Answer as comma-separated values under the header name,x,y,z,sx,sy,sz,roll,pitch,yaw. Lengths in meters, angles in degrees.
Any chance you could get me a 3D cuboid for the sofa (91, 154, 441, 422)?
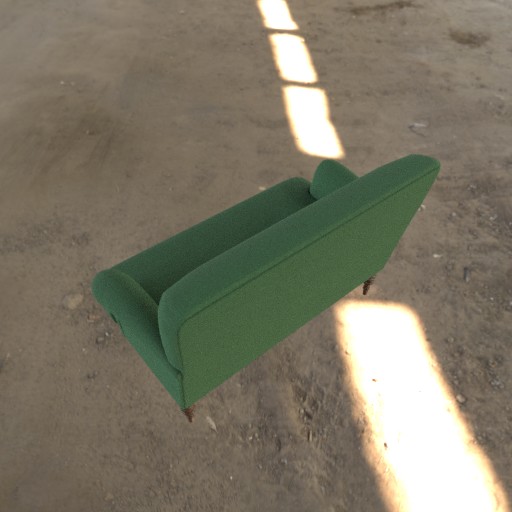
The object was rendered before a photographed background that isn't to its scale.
name,x,y,z,sx,sy,sz,roll,pitch,yaw
sofa,0.000,0.000,1.898,1.297,0.889,0.779,-30,53,-26
